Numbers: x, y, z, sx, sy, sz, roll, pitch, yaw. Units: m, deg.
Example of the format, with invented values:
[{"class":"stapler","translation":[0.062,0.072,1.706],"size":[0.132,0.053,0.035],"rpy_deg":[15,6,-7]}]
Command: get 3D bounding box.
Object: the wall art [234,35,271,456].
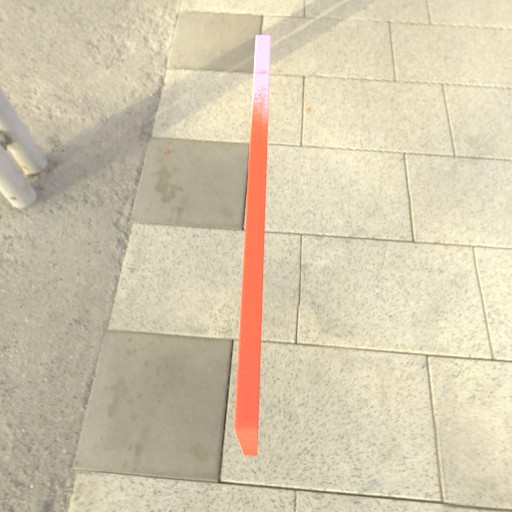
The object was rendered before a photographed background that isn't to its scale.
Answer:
[{"class":"wall art","translation":[0.000,0.000,1.148],"size":[0.040,0.609,0.913],"rpy_deg":[2,63,1]}]
